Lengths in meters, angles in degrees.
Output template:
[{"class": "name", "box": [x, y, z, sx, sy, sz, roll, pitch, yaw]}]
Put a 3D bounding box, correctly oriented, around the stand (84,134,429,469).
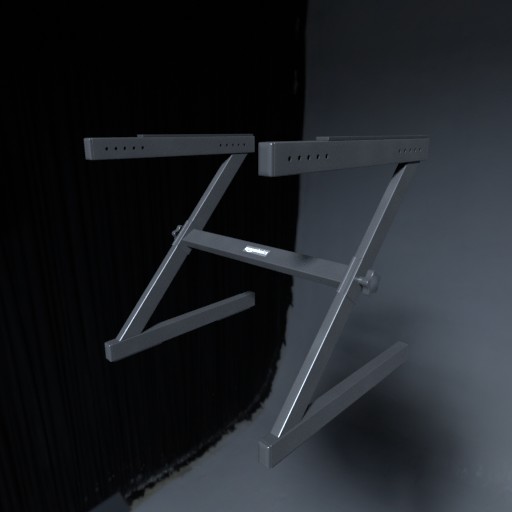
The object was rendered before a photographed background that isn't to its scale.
[{"class": "stand", "box": [0.000, 0.000, 1.173, 0.700, 0.617, 0.586, 15, 21, 42]}]
